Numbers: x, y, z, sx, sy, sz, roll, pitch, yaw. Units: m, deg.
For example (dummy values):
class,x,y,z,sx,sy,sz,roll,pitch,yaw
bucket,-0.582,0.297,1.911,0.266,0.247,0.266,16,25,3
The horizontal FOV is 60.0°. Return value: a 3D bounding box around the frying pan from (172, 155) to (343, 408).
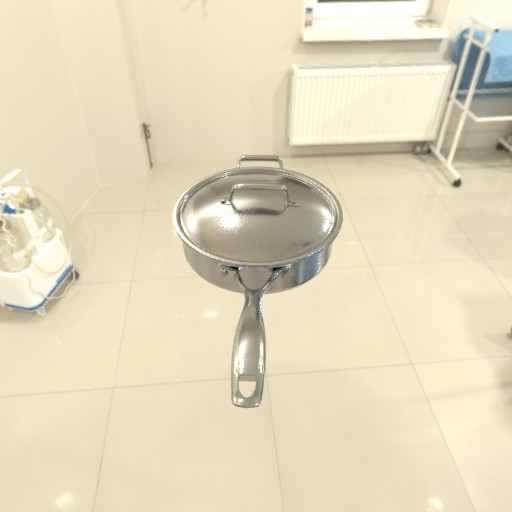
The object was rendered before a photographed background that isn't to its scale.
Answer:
class,x,y,z,sx,sy,sz,roll,pitch,yaw
frying pan,0.000,0.000,0.585,0.245,0.111,0.492,1,41,1
